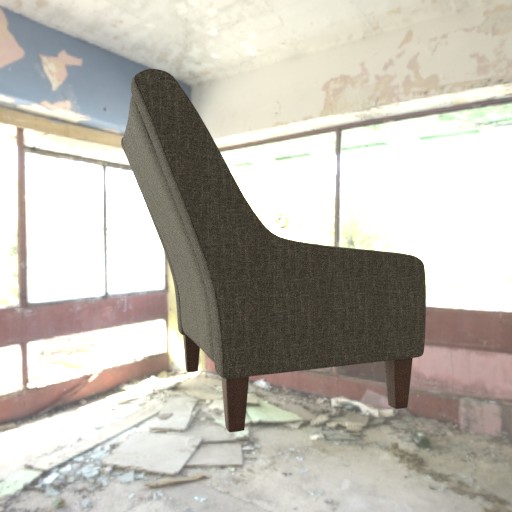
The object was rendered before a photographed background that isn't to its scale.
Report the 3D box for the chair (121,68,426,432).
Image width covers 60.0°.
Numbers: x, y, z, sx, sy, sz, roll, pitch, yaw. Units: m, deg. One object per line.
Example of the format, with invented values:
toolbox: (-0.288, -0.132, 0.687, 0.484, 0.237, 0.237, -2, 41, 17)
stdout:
chair: (0.000, 0.000, 1.672, 0.944, 1.012, 0.793, 0, 1, -19)
